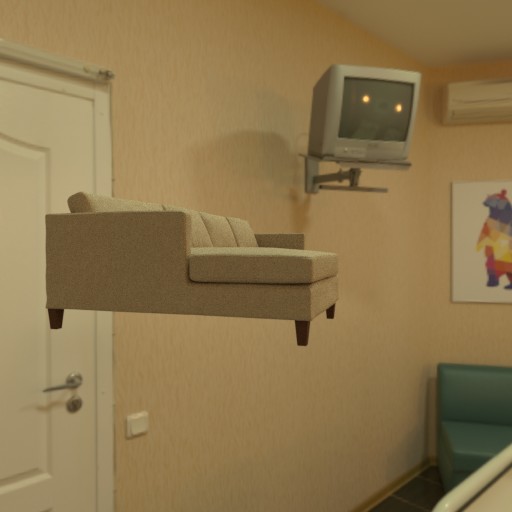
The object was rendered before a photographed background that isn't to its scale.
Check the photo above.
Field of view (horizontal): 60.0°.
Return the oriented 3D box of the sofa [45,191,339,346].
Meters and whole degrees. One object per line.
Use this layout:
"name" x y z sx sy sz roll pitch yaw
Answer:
"sofa" 0.000 0.000 3.882 1.625 0.846 3.186 0 1 18
